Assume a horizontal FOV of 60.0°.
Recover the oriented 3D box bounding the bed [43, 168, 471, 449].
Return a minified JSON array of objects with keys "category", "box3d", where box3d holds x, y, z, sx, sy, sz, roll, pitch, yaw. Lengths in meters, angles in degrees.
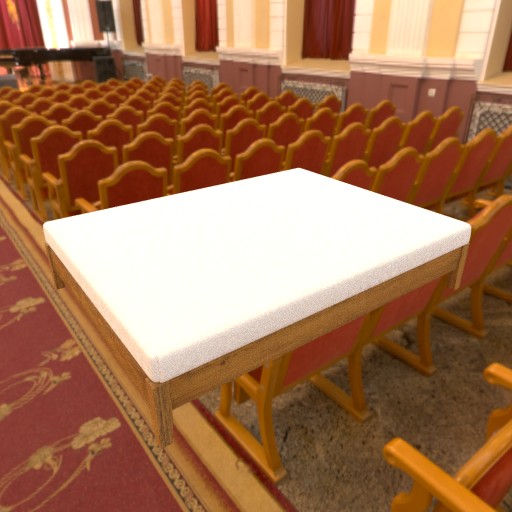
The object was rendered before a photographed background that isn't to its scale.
[{"category":"bed","box3d":[0.000,0.000,2.666,2.016,0.431,1.536,-18,32,-32]}]
